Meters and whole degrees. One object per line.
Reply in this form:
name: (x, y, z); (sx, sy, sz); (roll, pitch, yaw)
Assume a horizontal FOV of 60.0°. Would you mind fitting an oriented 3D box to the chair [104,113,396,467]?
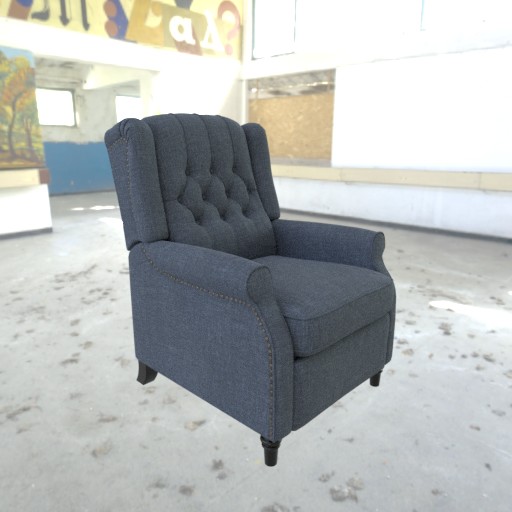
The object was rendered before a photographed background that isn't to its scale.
chair: (0.000, 0.000, 1.638); (0.898, 1.035, 0.742); (14, 20, 42)
